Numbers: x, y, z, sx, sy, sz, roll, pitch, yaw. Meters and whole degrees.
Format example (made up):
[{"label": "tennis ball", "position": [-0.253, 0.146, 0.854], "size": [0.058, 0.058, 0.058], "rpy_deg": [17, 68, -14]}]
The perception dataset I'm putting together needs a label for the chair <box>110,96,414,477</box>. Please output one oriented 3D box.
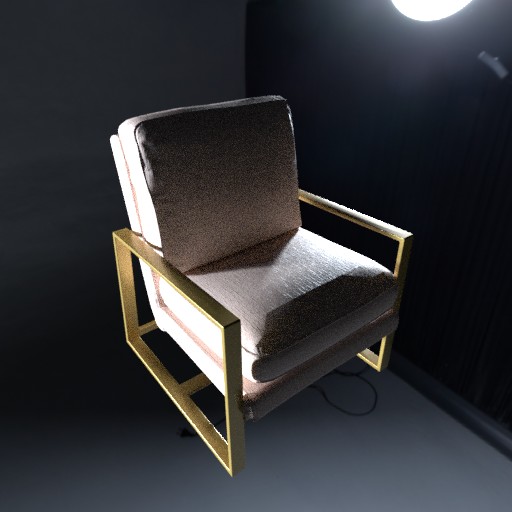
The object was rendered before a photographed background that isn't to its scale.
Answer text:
[{"label": "chair", "position": [0.000, 0.000, 1.555], "size": [0.758, 0.956, 0.813], "rpy_deg": [-22, 38, -32]}]
